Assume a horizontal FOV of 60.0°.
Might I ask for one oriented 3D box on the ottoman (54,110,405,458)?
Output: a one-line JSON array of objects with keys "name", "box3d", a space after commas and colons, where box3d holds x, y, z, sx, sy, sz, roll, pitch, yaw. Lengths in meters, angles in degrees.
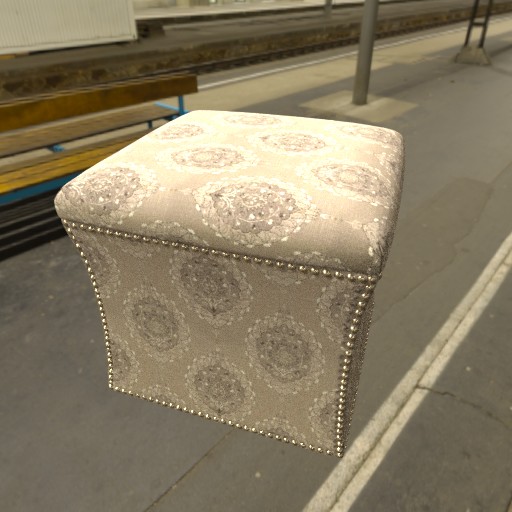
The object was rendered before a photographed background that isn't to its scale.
[{"name": "ottoman", "box3d": [0.000, 0.000, 0.892, 0.507, 0.473, 0.497, 10, 34, 16]}]
